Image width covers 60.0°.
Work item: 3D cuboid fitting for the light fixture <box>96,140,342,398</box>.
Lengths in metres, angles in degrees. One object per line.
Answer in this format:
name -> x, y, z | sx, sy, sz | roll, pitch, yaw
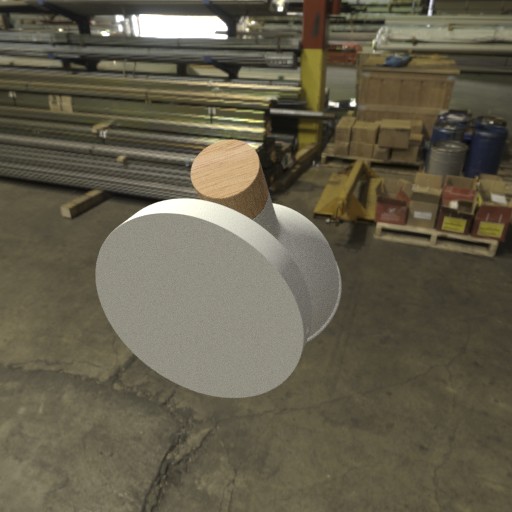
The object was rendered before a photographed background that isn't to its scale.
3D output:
light fixture -> 0.000, 0.000, 0.341 | 0.127, 0.199, 0.209 | 10, 32, 17
